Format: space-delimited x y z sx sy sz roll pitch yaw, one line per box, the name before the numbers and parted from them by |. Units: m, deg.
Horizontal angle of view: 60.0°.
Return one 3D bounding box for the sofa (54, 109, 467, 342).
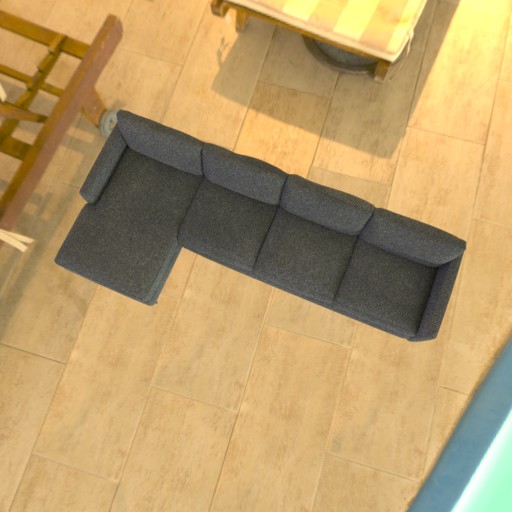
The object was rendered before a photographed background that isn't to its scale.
sofa | 0.000 0.000 3.491 2.932 0.810 1.350 22 77 5
